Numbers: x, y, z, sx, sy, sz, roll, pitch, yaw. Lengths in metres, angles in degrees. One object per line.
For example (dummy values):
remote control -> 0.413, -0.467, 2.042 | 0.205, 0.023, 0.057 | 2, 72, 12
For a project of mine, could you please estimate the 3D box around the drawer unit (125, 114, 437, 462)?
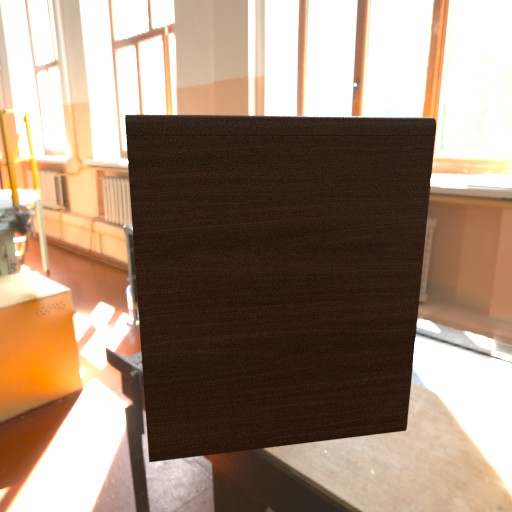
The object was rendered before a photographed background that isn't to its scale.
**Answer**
drawer unit -> 0.000, 0.000, 0.610 | 0.290, 0.351, 0.349 | -3, 15, -10
